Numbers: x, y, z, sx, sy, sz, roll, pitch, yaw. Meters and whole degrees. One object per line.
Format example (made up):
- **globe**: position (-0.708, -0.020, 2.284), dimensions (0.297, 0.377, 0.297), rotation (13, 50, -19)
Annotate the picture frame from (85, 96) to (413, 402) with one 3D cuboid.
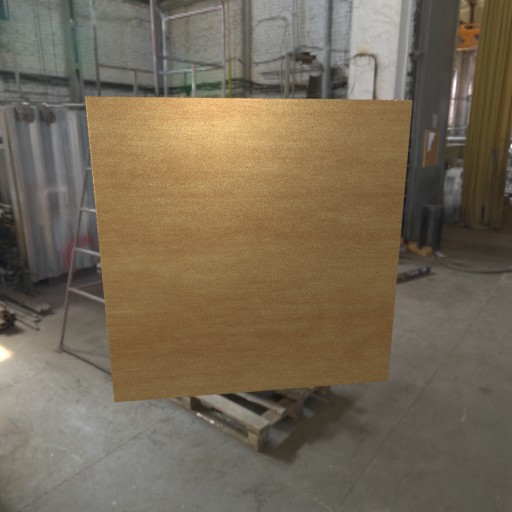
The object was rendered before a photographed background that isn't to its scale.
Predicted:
- **picture frame**: position (0.000, 0.000, 1.135), dimensions (0.758, 0.761, 0.037), rotation (-2, 15, -8)
